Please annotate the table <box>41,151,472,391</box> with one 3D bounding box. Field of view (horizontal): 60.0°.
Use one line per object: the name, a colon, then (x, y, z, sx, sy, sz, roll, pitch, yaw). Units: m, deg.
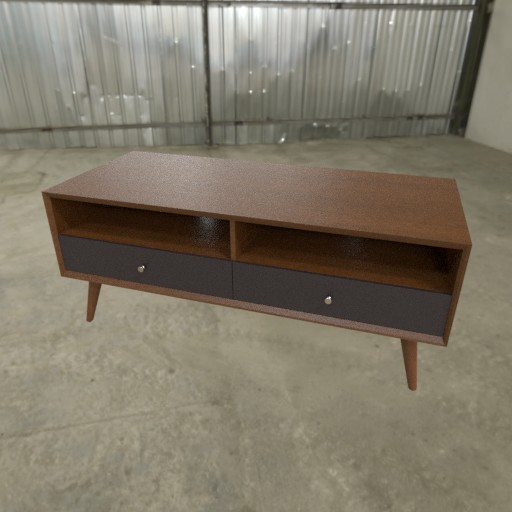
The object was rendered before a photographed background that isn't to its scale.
table: (0.000, 0.000, 1.402, 1.119, 0.464, 0.490, 8, 29, 16)
